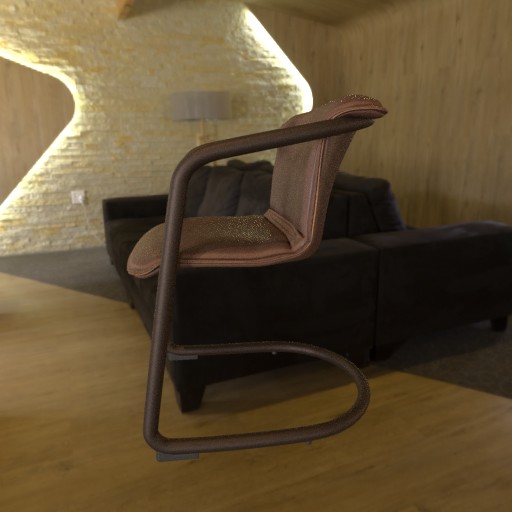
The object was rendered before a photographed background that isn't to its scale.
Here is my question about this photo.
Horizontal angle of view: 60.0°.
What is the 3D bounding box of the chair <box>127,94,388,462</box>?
[{"bbox_3d":[0.000,0.000,1.212,0.664,0.836,0.536,-2,14,-7],"label":"chair"}]
